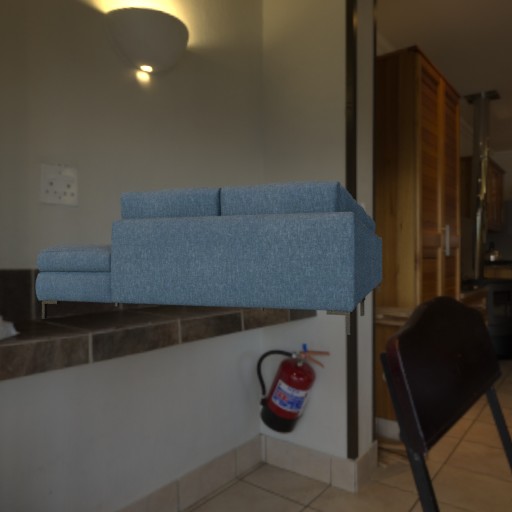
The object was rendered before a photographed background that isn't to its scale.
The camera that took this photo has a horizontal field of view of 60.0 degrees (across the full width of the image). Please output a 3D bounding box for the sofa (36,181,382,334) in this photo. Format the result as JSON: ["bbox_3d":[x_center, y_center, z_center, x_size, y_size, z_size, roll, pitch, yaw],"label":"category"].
[{"bbox_3d":[0.000,0.000,3.891,2.007,0.815,2.949,0,0,19],"label":"sofa"}]
